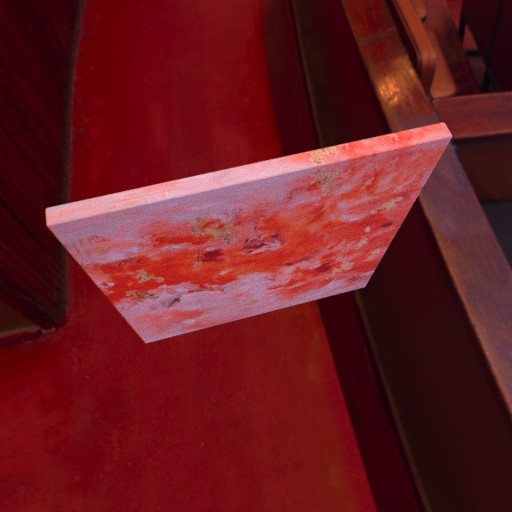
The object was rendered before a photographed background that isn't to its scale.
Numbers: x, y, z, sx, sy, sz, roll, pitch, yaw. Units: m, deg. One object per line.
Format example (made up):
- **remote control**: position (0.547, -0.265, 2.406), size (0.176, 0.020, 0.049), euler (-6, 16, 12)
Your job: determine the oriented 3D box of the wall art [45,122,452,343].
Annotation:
- **wall art**: position (0.000, 0.000, 1.134), size (0.747, 0.746, 0.064), euler (-14, 65, -7)
